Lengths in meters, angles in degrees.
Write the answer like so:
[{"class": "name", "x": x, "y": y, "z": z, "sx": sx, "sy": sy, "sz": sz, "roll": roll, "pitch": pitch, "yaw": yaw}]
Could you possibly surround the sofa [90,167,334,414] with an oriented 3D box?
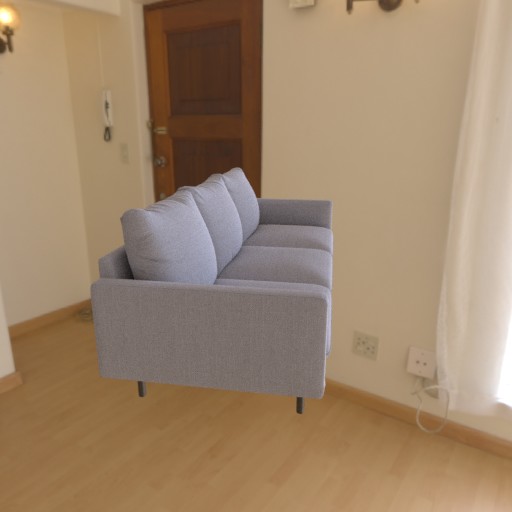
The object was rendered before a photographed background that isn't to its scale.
[{"class": "sofa", "x": 0.000, "y": 0.000, "z": 2.467, "sx": 0.850, "sy": 0.830, "sz": 2.000, "roll": 3, "pitch": 17, "yaw": 9}]
